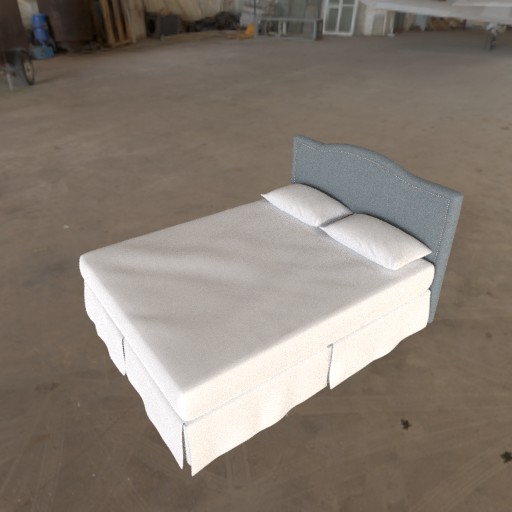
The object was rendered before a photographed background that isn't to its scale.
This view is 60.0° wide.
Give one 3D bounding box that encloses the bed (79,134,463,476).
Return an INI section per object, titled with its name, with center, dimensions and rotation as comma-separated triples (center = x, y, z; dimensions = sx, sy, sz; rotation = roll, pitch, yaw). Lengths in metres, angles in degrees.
[bed]
center = 0.000, 0.000, 3.945
dimensions = 2.689, 1.457, 2.161
rotation = -21, 37, -30
